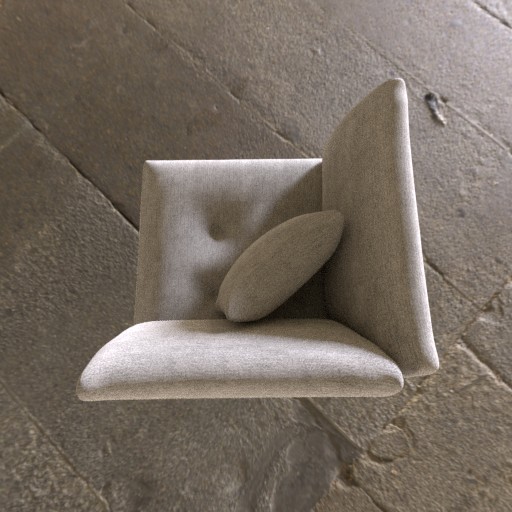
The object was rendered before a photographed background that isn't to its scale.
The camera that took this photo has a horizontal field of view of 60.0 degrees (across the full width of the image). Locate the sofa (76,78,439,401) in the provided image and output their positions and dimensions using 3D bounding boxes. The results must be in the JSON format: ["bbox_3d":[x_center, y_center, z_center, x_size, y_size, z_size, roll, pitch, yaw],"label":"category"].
[{"bbox_3d":[0.000,0.000,1.679,1.000,0.820,1.000,-1,75,0],"label":"sofa"}]
